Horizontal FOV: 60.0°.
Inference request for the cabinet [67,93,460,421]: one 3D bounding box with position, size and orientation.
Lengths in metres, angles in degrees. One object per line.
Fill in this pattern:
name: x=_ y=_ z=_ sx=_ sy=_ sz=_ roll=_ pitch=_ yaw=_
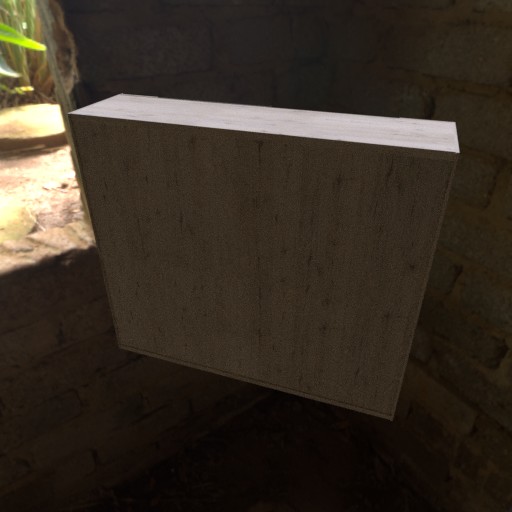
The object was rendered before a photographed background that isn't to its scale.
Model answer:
cabinet: x=0.000 y=0.000 z=3.526 sx=2.500 sy=2.180 sz=0.660 roll=10 pitch=33 yaw=16
